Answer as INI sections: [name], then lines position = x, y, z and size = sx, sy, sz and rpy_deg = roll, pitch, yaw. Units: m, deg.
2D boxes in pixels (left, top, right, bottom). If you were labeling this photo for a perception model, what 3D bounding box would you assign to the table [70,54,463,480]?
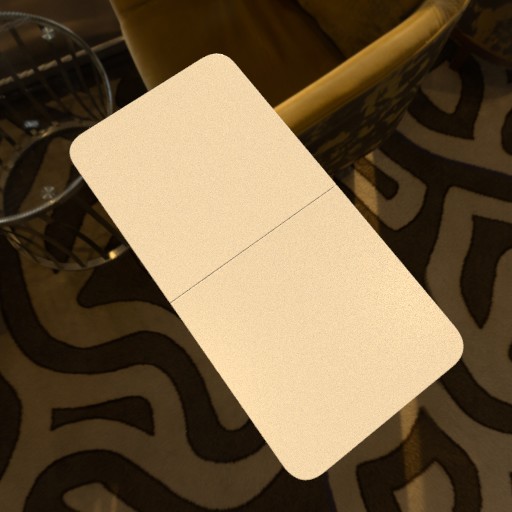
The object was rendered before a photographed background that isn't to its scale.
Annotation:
[table]
position = 0.000, 0.000, 1.454
size = 0.600, 0.340, 1.200
rpy_deg = -36, 79, -8
